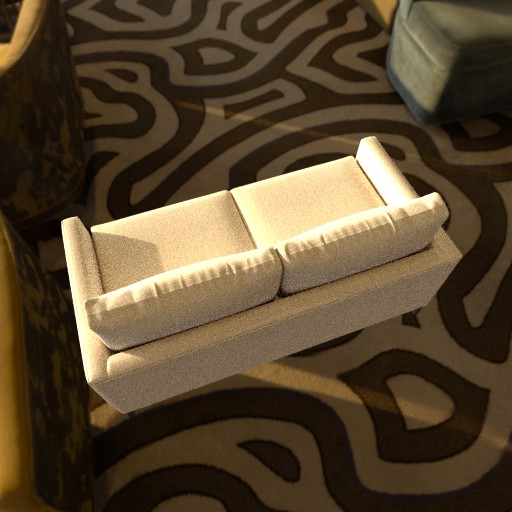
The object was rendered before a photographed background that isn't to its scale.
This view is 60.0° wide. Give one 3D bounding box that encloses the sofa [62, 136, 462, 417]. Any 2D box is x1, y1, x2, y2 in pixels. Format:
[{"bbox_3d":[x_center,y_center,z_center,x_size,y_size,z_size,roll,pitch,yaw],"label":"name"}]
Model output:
[{"bbox_3d":[0.000,0.000,2.122,1.651,0.812,0.839,-17,59,-11],"label":"sofa"}]
